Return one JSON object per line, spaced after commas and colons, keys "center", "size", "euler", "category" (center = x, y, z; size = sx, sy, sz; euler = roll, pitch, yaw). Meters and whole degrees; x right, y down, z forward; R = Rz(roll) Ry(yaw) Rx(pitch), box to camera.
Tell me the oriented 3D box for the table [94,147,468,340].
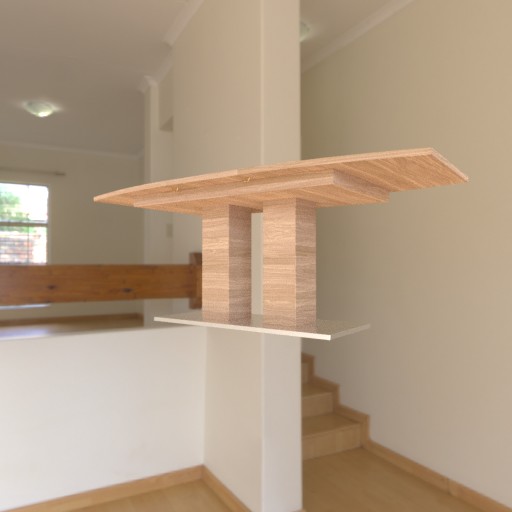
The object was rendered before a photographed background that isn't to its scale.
{"center": [0.000, 0.000, 2.446], "size": [2.032, 0.750, 0.900], "euler": [-1, -1, 36], "category": "table"}
